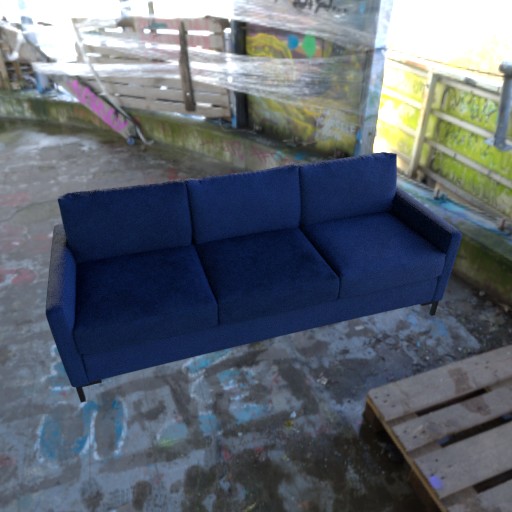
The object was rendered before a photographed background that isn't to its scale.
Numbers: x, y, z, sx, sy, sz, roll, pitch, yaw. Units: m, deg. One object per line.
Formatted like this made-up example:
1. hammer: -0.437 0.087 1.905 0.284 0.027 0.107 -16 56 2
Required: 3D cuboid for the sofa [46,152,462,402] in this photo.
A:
1. sofa: 0.000 0.000 2.655 2.252 0.879 0.875 -10 35 -15
